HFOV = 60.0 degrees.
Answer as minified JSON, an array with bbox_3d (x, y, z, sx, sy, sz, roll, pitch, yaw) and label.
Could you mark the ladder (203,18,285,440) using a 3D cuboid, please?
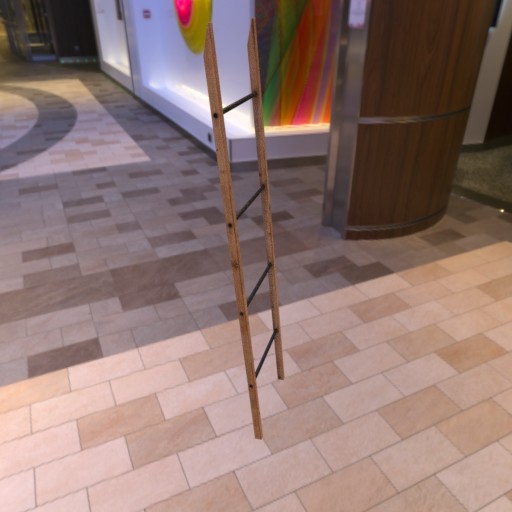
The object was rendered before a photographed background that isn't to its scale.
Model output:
[{"bbox_3d":[0.000,0.000,1.921,0.200,1.805,0.442,9,31,16],"label":"ladder"}]
